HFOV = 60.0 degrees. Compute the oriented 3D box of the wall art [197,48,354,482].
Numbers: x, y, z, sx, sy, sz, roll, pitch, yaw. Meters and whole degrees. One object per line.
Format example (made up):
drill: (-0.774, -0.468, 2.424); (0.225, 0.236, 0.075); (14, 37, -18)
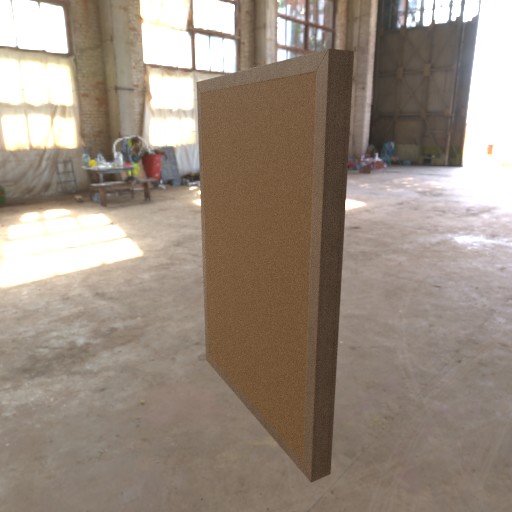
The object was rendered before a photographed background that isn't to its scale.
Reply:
wall art: (0.000, 0.000, 0.653); (0.031, 0.509, 0.356); (-8, 18, -27)
